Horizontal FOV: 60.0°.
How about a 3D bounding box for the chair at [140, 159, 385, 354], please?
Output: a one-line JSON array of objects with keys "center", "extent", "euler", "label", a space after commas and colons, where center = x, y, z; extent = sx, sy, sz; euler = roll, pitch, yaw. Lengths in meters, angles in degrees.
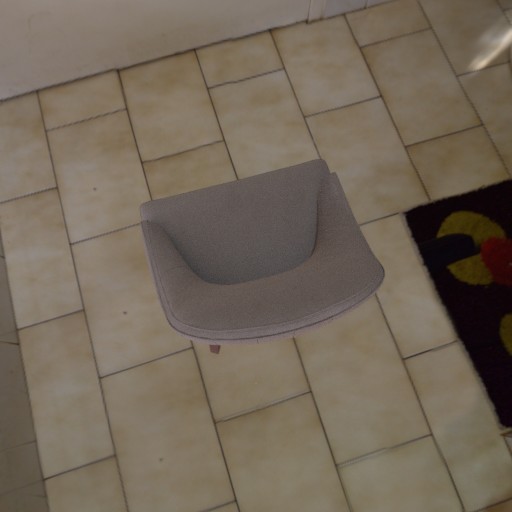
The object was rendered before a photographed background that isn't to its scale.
[{"center": [0.000, 0.000, 1.322], "extent": [0.643, 0.889, 0.575], "euler": [-15, 74, -4], "label": "chair"}]
